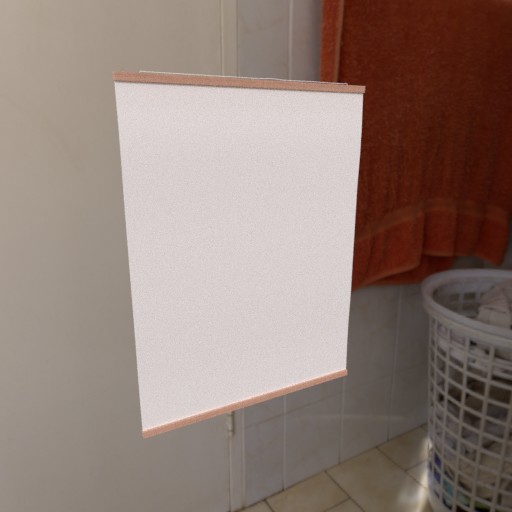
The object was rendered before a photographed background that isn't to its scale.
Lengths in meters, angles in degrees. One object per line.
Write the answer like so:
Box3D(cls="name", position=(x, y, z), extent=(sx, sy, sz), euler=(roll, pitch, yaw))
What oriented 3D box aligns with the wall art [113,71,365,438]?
Box3D(cls="wall art", position=(0.000, 0.000, 1.347), extent=(0.758, 1.013, 0.020), euler=(-8, 18, -27))
